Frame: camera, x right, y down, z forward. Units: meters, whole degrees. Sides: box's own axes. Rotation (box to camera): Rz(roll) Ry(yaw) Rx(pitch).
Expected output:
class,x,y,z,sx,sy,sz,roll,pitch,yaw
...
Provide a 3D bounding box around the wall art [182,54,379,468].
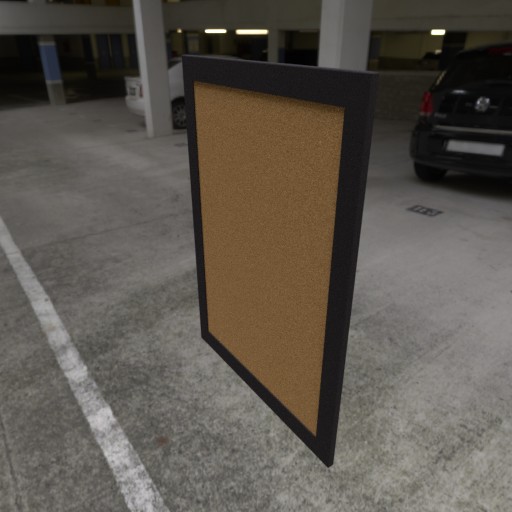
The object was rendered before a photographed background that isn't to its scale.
class,x,y,z,sx,sy,sz,roll,pitch,yaw
wall art,0.000,0.000,0.657,0.012,0.529,0.374,-18,32,-31
